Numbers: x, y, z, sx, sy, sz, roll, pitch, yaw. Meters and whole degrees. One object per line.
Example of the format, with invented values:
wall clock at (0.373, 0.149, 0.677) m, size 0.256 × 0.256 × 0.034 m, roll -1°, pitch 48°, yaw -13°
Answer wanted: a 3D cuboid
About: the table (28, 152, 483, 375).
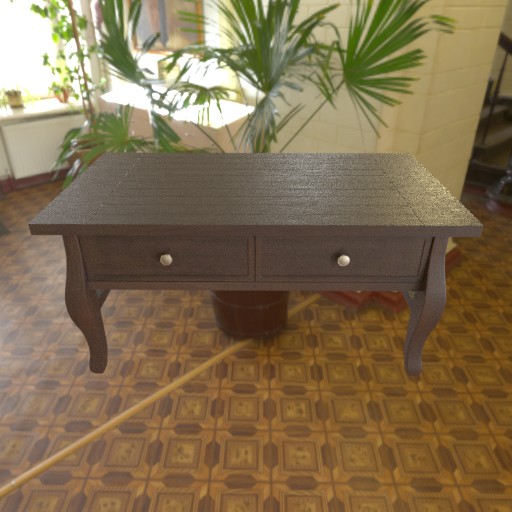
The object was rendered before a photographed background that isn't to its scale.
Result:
table at (0.000, 0.000, 1.407) m, size 1.062 × 0.494 × 0.600 m, roll 0°, pitch 29°, yaw 0°
